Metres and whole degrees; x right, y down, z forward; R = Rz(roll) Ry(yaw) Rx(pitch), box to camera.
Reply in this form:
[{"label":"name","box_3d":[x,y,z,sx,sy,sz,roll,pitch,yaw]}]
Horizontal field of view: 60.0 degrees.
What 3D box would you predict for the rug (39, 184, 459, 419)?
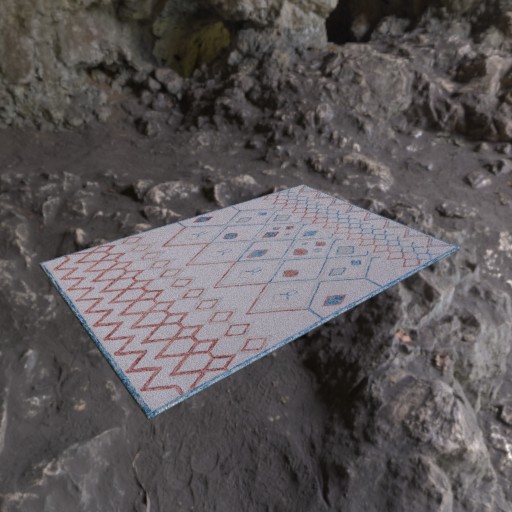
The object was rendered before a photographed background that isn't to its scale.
[{"label":"rug","box_3d":[0.000,0.000,2.307,1.829,0.016,1.219,-21,36,-32]}]
